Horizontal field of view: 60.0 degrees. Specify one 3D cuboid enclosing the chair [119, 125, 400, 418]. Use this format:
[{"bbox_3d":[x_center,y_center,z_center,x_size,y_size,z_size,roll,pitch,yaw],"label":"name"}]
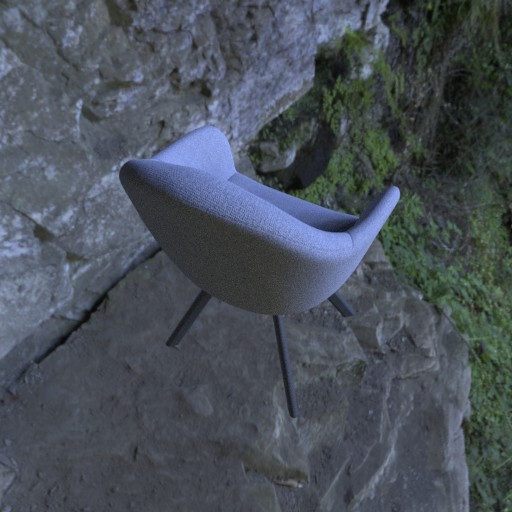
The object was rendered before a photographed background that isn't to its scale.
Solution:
[{"bbox_3d":[0.000,0.000,1.209,0.590,0.795,0.550,24,51,21],"label":"chair"}]
